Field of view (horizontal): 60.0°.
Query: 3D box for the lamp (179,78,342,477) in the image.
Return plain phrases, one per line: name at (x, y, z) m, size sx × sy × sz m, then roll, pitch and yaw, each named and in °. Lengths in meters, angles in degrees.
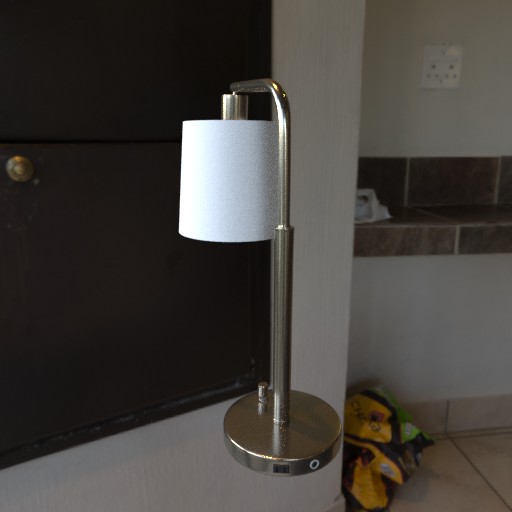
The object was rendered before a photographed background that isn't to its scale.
lamp at (0.000, 0.000, 0.642) m, size 0.171 × 0.489 × 0.333 m, roll -7°, pitch 15°, yaw -25°
